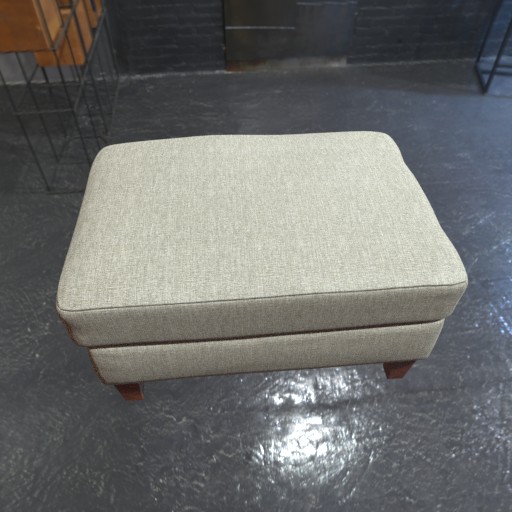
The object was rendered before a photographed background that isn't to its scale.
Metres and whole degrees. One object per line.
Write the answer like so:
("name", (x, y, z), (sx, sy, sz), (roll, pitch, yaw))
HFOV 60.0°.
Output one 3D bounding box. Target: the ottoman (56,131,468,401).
("ottoman", (0.000, 0.000, 1.243), (0.873, 0.494, 0.639), (-4, 46, -4))
